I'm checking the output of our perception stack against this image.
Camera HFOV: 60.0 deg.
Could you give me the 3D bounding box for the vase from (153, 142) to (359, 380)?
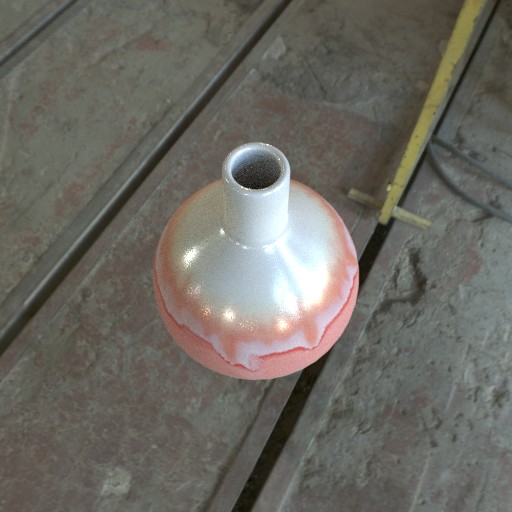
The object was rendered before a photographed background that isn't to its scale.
[{"bbox_3d":[0.000,0.000,0.275,0.137,0.176,0.137,0,64,0],"label":"vase"}]
